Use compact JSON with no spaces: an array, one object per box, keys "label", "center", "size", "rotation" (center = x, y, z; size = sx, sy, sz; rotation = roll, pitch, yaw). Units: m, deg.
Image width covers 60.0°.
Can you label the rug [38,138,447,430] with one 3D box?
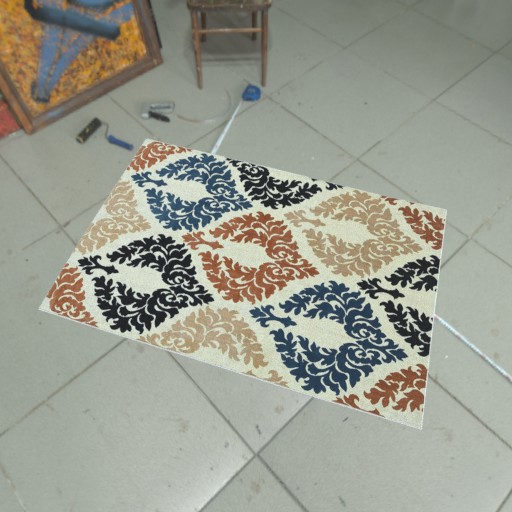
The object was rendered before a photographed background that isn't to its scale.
[{"label":"rug","center":[0.000,0.000,2.849],"size":[2.275,0.014,1.514],"rotation":[15,60,9]}]
